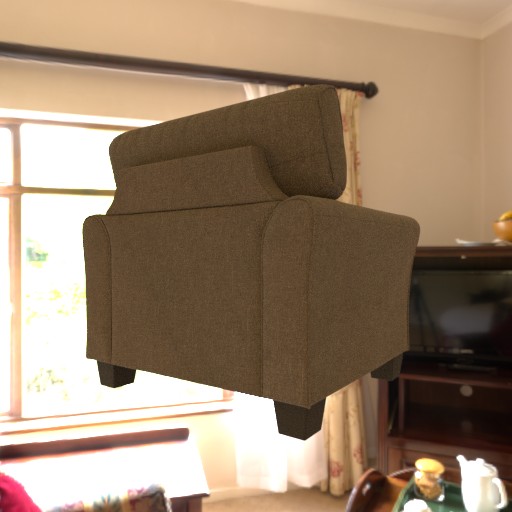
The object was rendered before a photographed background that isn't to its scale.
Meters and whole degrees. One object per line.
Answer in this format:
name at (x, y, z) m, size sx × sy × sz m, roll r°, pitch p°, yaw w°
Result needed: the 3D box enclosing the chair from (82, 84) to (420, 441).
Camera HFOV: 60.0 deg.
chair at (0.000, 0.000, 1.591) m, size 0.941 × 0.890 × 0.816 m, roll 0°, pitch 0°, yaw 35°
